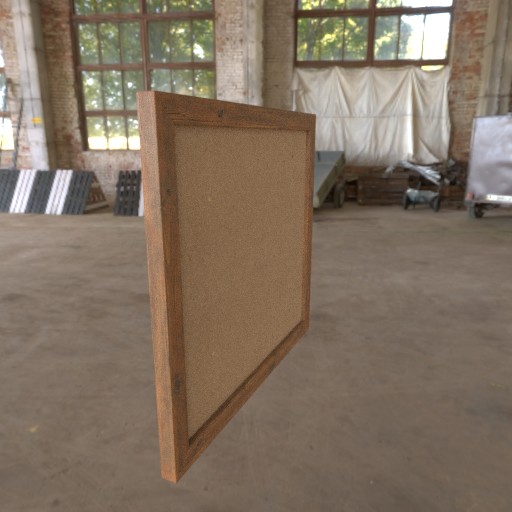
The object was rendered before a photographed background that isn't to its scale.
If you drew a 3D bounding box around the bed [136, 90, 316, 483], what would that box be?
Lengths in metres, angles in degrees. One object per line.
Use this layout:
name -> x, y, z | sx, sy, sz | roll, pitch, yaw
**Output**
bed -> 0.000, 0.000, 1.472 | 0.046, 0.942, 1.046 | 7, 16, 24
